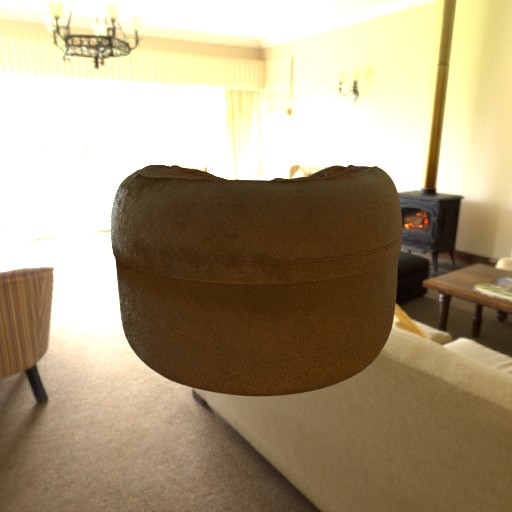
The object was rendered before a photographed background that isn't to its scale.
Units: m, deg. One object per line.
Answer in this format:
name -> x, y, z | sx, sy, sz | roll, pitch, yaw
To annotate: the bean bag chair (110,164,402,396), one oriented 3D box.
bean bag chair -> 0.000, 0.000, 1.482 | 0.918, 0.605, 0.918 | 0, 15, 0
